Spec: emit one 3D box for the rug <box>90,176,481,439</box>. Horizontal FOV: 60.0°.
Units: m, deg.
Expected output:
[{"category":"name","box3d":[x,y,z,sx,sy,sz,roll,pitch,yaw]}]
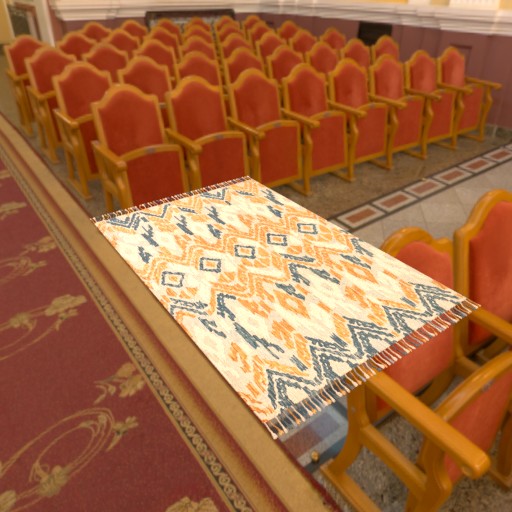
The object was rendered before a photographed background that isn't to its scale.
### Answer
[{"category":"rug","box3d":[0.000,0.000,3.056,1.533,0.010,2.428,-21,38,-29]}]
